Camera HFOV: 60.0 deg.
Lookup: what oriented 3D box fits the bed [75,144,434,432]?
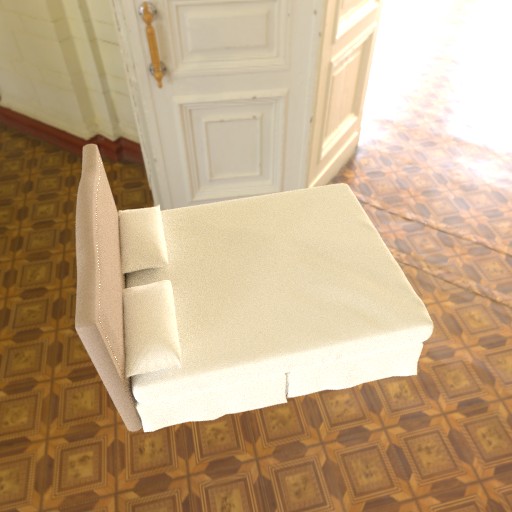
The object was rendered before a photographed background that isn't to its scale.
[{"bbox_3d":[0.000,0.000,3.427,2.282,1.436,1.821,-10,48,-9],"label":"bed"}]
